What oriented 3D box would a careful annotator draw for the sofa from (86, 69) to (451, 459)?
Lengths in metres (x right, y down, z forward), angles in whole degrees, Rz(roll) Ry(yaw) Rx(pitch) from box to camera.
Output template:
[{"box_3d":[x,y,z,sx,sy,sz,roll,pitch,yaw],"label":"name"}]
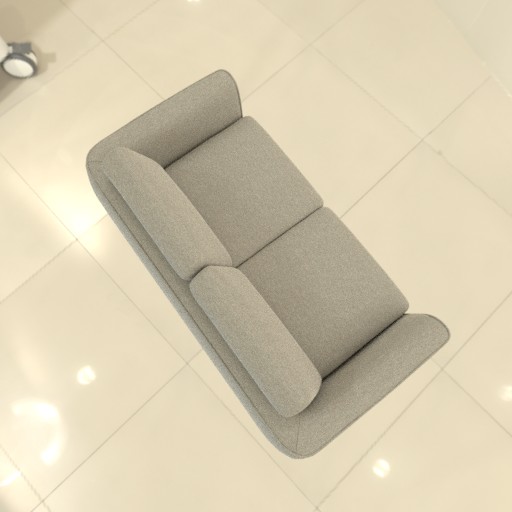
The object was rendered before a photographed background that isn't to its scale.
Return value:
[{"box_3d":[0.000,0.000,2.158,0.920,0.850,1.700,-36,78,-9],"label":"sofa"}]
